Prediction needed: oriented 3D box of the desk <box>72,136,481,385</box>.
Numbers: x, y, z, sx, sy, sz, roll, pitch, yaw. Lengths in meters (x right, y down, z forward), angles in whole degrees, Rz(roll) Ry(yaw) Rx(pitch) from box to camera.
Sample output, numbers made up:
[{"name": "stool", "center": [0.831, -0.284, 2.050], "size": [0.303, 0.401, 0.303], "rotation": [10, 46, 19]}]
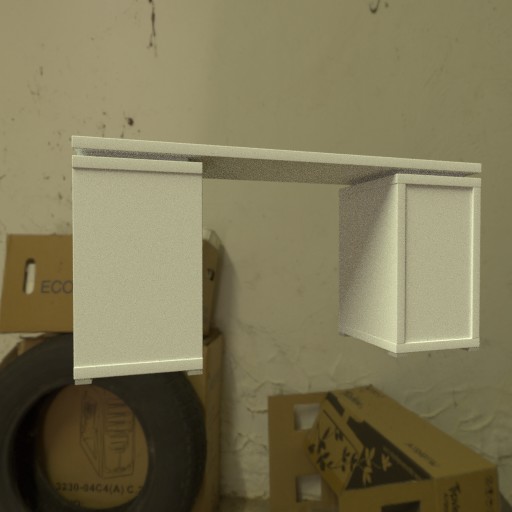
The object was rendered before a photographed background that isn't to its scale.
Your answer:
[{"name": "desk", "center": [0.000, 0.000, 2.133], "size": [1.524, 0.753, 1.200], "rotation": [0, 1, -17]}]
